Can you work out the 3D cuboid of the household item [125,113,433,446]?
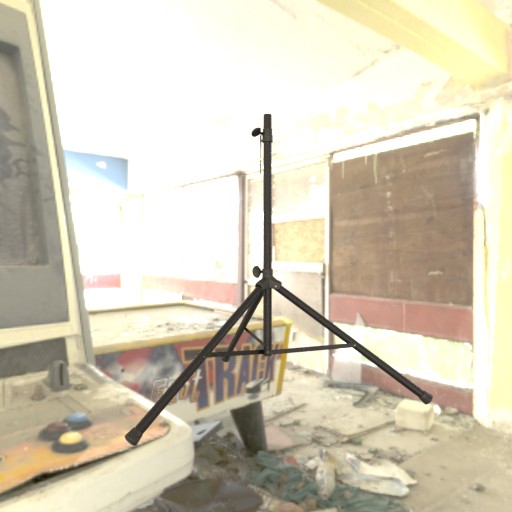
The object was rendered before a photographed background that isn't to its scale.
[{"bbox_3d":[0.000,0.000,2.718,1.596,1.595,1.339,0,0,-19],"label":"household item"}]
